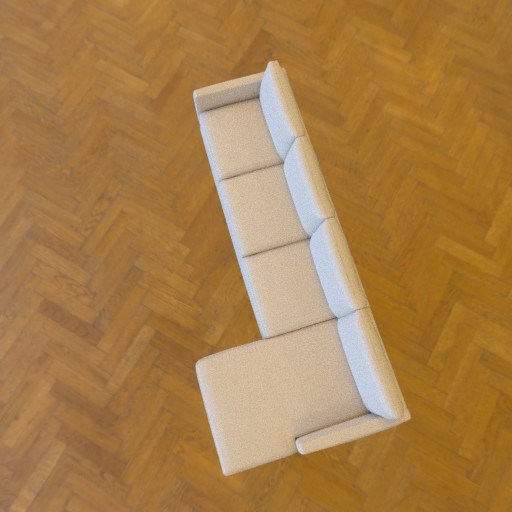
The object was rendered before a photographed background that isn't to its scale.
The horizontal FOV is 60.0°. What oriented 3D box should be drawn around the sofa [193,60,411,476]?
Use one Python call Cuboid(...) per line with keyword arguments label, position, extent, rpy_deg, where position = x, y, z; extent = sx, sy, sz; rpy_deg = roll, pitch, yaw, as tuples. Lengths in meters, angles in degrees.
Cuboid(label="sofa", position=(0.000, 0.000, 3.225), extent=(1.258, 0.755, 2.731), rpy_deg=(-16, 76, -4))
